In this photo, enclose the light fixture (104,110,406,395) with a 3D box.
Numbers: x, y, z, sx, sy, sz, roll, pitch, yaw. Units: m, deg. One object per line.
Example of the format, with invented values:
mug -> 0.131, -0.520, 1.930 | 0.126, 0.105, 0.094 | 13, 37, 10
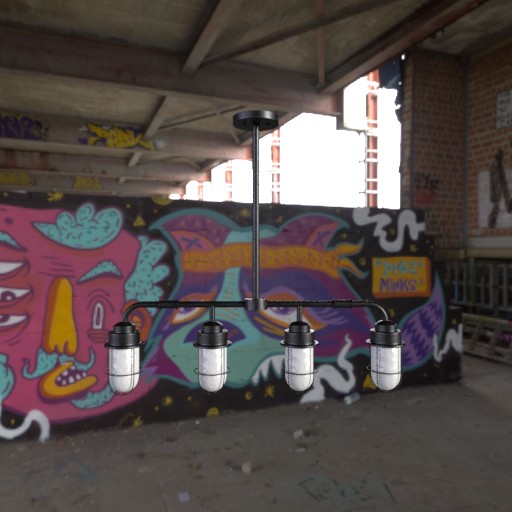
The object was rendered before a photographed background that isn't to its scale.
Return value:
light fixture -> 0.000, 0.000, 1.260 | 0.852, 0.785, 0.131 | 0, 0, -1
